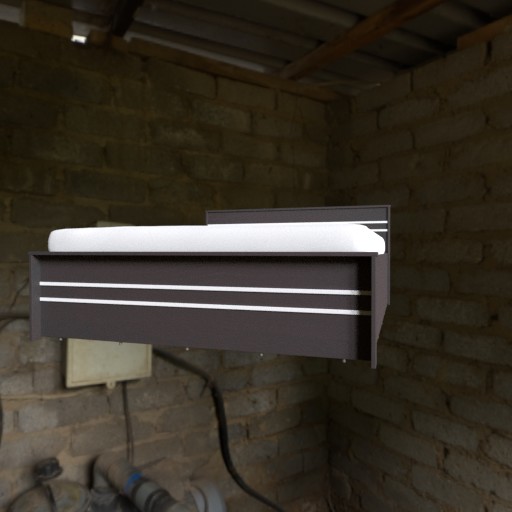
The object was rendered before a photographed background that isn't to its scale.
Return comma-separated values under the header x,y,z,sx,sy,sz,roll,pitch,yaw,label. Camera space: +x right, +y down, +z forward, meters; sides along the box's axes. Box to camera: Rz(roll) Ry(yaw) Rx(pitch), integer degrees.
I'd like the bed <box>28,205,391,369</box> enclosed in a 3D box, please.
x,y,z,sx,sy,sz,roll,pitch,yaw,label
0.000,0.000,2.891,1.634,0.808,2.103,0,1,18,bed
